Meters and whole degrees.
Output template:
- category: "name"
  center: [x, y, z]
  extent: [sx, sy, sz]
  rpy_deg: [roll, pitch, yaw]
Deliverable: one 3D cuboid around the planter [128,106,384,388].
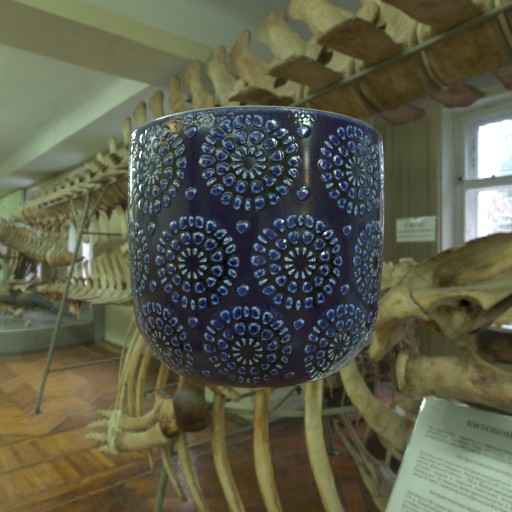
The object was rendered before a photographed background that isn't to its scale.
- category: "planter"
  center: [0.000, 0.000, 0.297]
  extent: [0.165, 0.149, 0.165]
  rpy_deg: [0, 0, 0]
